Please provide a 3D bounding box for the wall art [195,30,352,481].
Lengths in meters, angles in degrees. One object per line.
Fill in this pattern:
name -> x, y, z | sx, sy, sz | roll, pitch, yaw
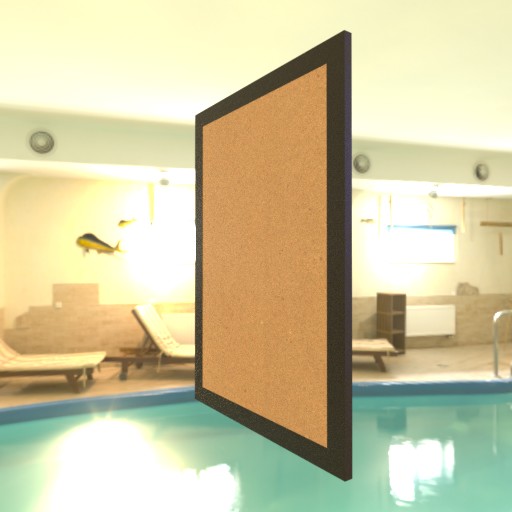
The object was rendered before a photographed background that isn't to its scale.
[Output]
wall art -> 0.000, 0.000, 0.682 | 0.013, 0.534, 0.381 | 0, -1, -35
